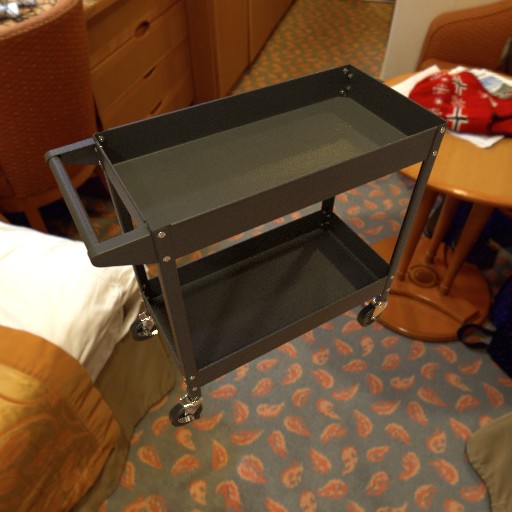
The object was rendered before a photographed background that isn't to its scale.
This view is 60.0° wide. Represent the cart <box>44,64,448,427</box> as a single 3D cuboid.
[{"bbox_3d":[0.000,0.000,1.164,0.779,0.719,0.366,-23,51,-20],"label":"cart"}]
